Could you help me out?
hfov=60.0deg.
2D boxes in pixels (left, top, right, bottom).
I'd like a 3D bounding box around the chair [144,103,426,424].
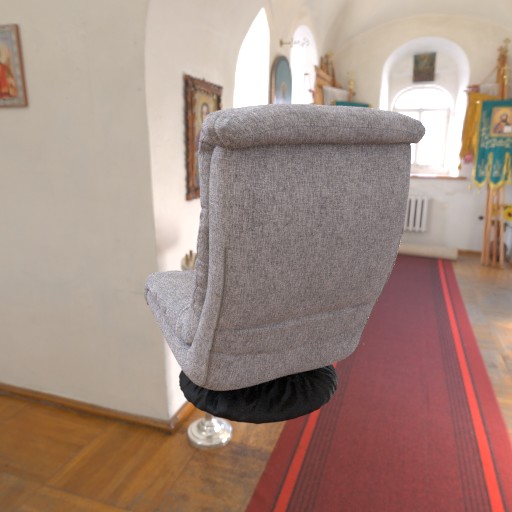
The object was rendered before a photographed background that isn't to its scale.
[{"bbox_3d":[0.000,0.000,0.972,0.400,0.600,0.583,-7,17,-25],"label":"chair"}]
